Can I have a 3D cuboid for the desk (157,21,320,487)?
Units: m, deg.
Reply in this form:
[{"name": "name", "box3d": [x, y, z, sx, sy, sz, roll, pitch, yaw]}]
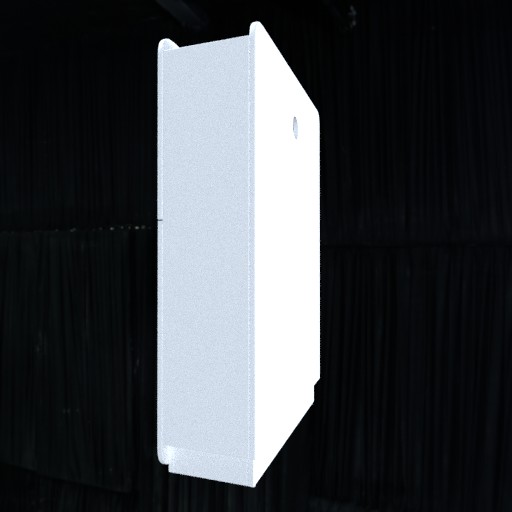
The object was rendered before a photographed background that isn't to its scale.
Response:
[{"name": "desk", "box3d": [0.000, 0.000, 1.510, 0.278, 1.190, 0.795, 0, 0, 19]}]
